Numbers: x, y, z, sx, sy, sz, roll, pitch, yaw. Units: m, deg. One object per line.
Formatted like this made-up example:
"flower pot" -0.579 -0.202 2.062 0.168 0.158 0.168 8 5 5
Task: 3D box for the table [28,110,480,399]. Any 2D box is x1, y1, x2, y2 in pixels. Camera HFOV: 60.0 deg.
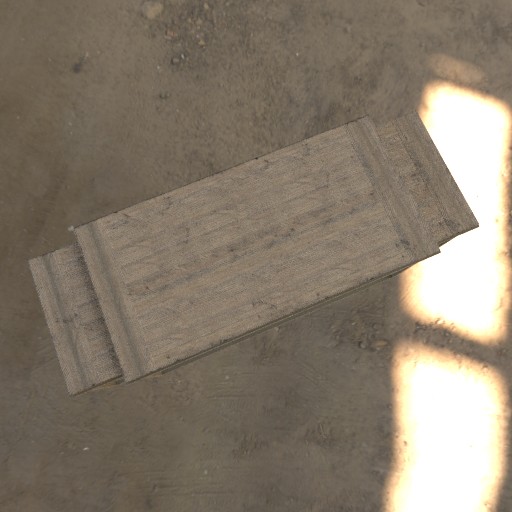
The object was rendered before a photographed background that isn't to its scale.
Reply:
"table" 0.000 0.000 1.506 1.312 0.427 0.489 -22 77 -5
